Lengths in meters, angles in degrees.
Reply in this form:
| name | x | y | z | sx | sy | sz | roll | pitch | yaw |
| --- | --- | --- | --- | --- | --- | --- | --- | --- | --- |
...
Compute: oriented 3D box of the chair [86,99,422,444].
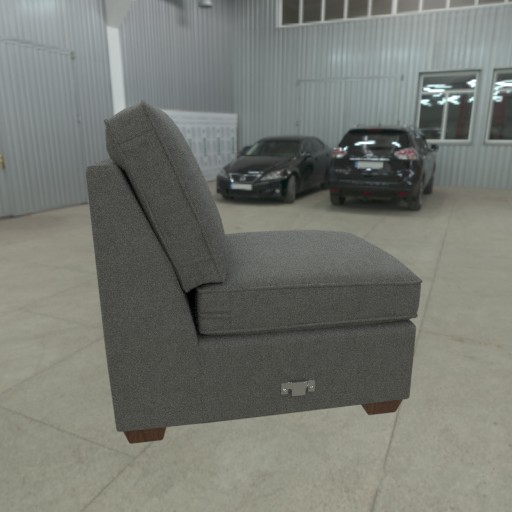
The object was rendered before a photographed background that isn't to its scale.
| name | x | y | z | sx | sy | sz | roll | pitch | yaw |
| --- | --- | --- | --- | --- | --- | --- | --- | --- | --- |
| chair | 0.000 | 0.000 | 1.509 | 0.938 | 0.970 | 0.621 | -3 | 16 | -10 |
